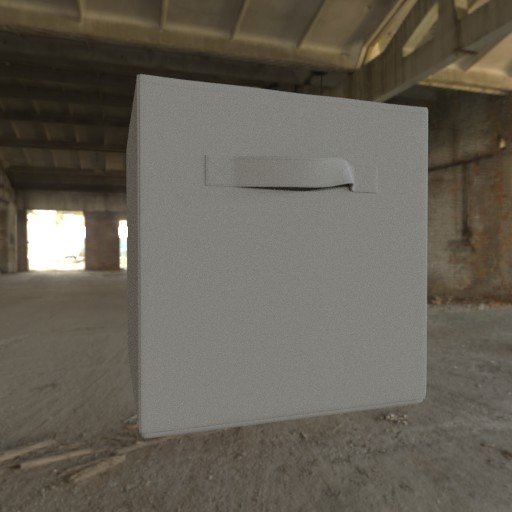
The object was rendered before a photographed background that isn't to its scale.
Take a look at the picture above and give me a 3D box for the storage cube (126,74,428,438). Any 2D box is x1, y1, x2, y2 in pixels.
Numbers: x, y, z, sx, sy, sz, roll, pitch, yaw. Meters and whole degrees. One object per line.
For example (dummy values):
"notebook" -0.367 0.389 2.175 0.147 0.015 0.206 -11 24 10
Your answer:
"storage cube" 0.000 0.000 0.488 0.270 0.280 0.270 0 1 -18
